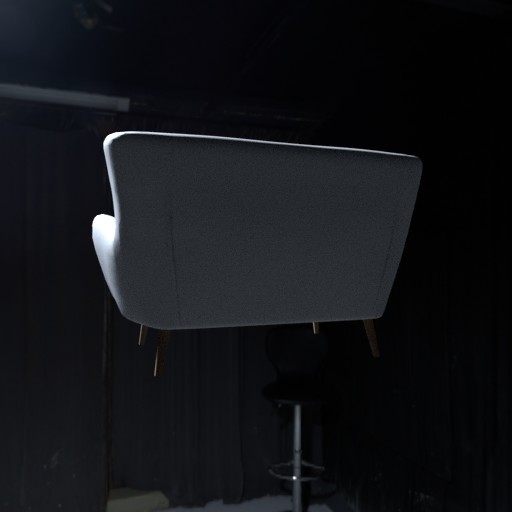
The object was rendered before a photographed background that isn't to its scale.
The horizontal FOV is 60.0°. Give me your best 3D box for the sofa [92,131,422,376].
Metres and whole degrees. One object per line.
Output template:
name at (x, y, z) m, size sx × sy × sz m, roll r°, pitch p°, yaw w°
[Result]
sofa at (0.000, 0.000, 2.032) m, size 1.424 × 0.878 × 0.921 m, roll 0°, pitch 0°, yaw -19°
